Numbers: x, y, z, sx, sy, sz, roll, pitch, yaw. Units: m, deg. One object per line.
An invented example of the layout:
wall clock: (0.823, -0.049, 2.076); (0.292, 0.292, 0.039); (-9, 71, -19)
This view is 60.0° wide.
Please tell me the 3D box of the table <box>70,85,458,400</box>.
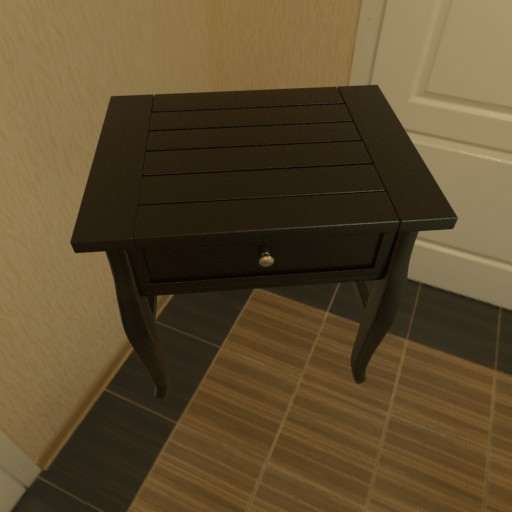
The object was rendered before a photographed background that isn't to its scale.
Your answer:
table: (0.000, 0.000, 1.057); (0.602, 0.604, 0.460); (-4, 47, -4)
